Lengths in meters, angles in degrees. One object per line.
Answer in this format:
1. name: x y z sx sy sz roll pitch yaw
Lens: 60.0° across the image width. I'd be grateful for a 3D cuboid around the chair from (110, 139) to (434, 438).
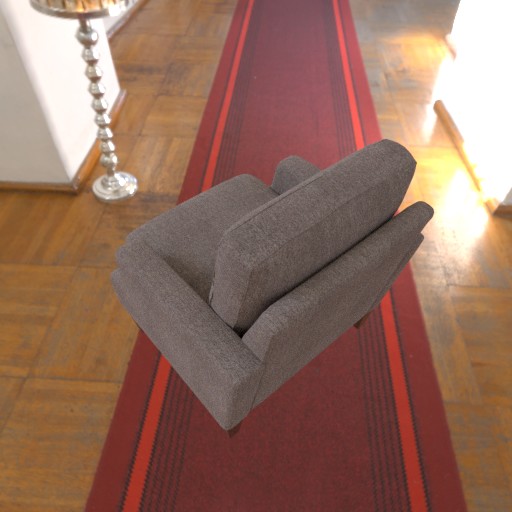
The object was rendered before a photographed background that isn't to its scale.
1. chair: 0.000 0.000 1.643 0.855 0.993 0.897 -33 55 -26
